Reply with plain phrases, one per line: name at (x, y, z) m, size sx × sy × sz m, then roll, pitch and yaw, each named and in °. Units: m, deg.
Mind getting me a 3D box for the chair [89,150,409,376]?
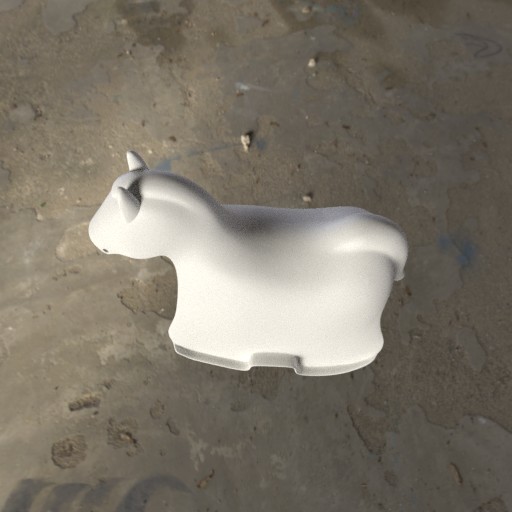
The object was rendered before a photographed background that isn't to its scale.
chair at (0.000, 0.000, 1.148) m, size 0.800 × 0.612 × 0.429 m, roll 2°, pitch 57°, yaw 1°
